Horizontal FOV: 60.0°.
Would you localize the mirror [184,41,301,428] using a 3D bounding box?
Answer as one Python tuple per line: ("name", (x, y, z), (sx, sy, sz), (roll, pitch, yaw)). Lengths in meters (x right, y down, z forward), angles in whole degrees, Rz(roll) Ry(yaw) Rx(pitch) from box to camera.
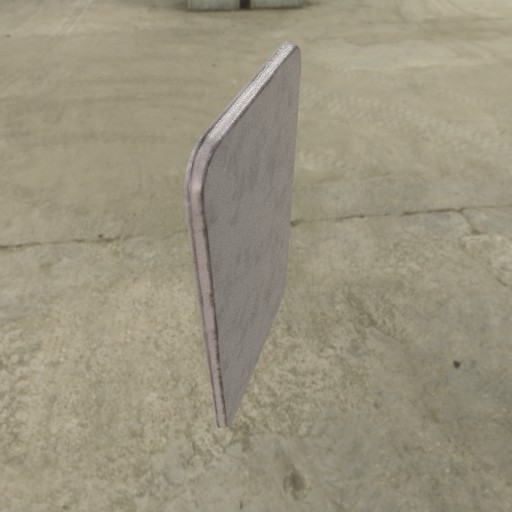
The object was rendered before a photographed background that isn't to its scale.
("mirror", (0.000, 0.000, 0.896), (0.024, 0.713, 0.461), (14, 46, 14))
